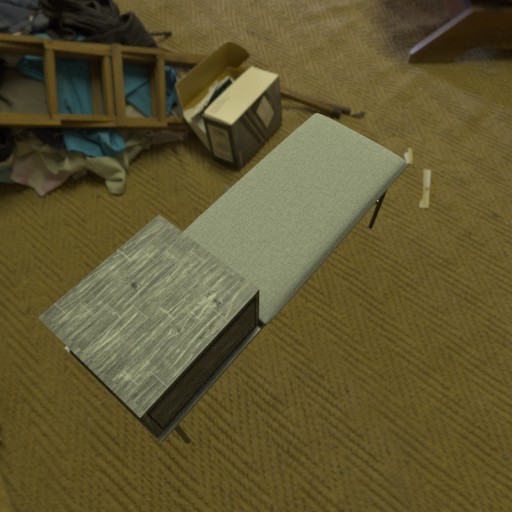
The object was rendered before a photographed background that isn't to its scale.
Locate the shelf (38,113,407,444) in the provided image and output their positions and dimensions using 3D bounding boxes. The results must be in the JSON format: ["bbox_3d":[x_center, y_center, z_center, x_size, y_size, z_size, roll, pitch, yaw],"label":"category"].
[{"bbox_3d":[0.000,0.000,1.635,0.457,0.633,1.342,36,65,19],"label":"shelf"}]
